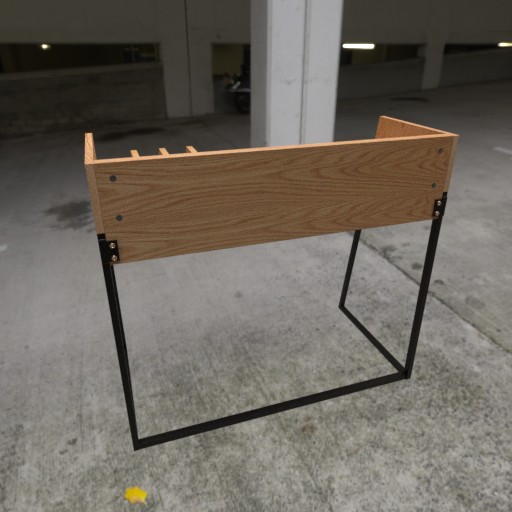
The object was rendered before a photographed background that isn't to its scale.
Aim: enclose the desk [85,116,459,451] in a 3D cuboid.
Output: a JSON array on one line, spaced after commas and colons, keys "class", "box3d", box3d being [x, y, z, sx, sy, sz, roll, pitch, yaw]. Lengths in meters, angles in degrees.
[{"class": "desk", "box3d": [0.000, 0.000, 1.868, 1.191, 1.061, 0.769, -9, 27, -17]}]
